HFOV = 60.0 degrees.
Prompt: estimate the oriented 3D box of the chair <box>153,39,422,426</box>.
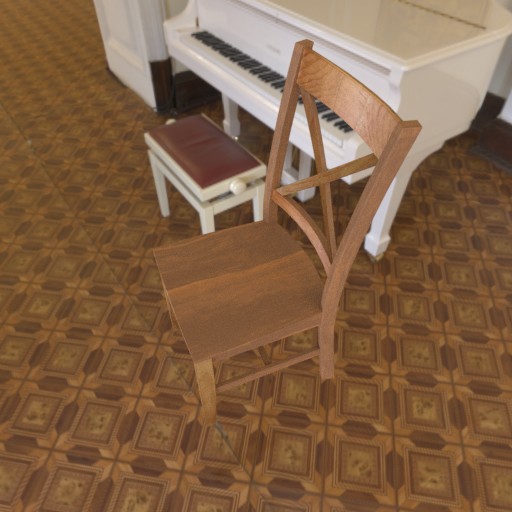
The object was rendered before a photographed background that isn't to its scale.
[{"bbox_3d":[0.000,0.000,1.297,0.542,0.983,0.485,-17,48,-16],"label":"chair"}]
